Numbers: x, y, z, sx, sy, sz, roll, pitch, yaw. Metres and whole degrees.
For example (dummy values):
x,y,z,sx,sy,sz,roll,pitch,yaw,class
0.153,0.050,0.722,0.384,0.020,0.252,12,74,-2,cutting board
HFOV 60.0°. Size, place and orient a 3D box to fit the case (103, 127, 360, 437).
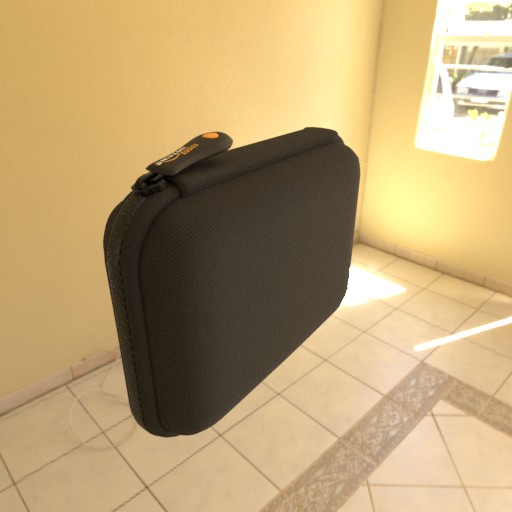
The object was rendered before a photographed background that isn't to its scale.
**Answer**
x,y,z,sx,sy,sz,roll,pitch,yaw,class
0.000,0.000,0.180,0.038,0.105,0.132,19,32,32,case
